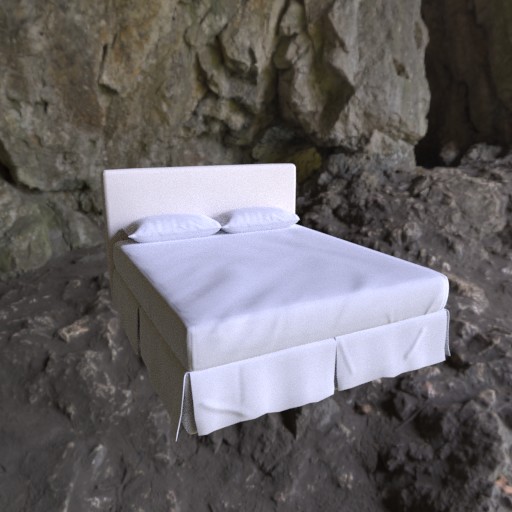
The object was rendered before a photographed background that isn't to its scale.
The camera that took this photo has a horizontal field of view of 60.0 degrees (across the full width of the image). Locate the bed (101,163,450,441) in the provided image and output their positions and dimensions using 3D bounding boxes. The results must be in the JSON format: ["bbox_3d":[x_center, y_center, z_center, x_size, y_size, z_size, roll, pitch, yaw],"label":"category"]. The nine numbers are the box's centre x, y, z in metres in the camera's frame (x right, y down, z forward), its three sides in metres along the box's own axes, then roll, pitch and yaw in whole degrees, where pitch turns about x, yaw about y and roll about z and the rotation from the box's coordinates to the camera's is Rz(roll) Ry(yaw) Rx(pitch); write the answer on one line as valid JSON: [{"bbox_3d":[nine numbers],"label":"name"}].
[{"bbox_3d":[0.000,0.000,3.645,2.119,1.317,2.341,-8,17,-26],"label":"bed"}]
